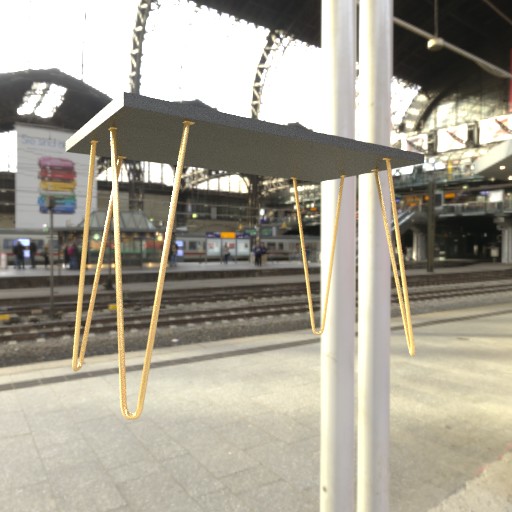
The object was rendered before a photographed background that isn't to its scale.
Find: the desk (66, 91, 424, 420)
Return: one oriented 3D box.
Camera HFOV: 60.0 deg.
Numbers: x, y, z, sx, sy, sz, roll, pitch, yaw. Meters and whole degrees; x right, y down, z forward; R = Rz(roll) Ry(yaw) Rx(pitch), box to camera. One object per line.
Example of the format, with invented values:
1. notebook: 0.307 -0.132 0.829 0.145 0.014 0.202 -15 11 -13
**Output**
1. desk: 0.000 0.000 1.364 0.991 0.660 0.499 -1 1 -35
